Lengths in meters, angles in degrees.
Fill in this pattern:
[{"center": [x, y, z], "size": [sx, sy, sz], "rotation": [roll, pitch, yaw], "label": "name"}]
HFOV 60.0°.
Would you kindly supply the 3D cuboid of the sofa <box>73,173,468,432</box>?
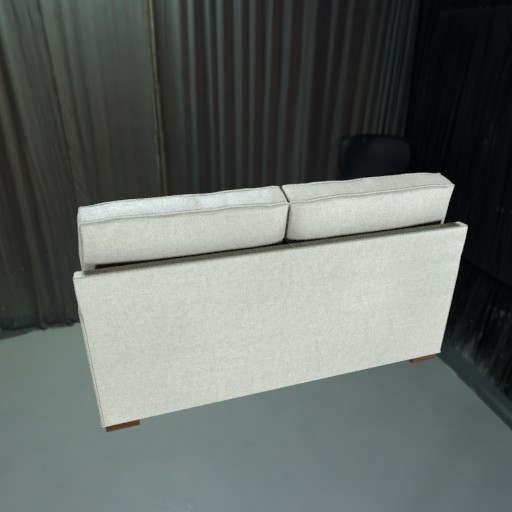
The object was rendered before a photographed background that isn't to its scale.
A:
[{"center": [0.000, 0.000, 2.062], "size": [1.484, 0.853, 0.940], "rotation": [-8, 27, -15], "label": "sofa"}]
